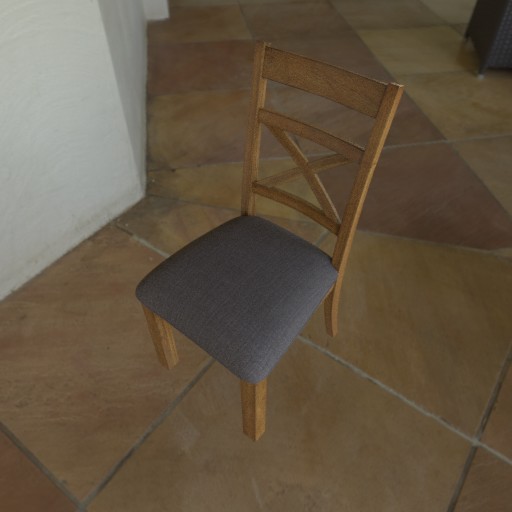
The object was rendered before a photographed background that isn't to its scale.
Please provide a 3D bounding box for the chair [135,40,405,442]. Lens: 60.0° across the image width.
[{"bbox_3d":[0.000,0.000,1.273,0.470,0.949,0.581,31,54,26],"label":"chair"}]
